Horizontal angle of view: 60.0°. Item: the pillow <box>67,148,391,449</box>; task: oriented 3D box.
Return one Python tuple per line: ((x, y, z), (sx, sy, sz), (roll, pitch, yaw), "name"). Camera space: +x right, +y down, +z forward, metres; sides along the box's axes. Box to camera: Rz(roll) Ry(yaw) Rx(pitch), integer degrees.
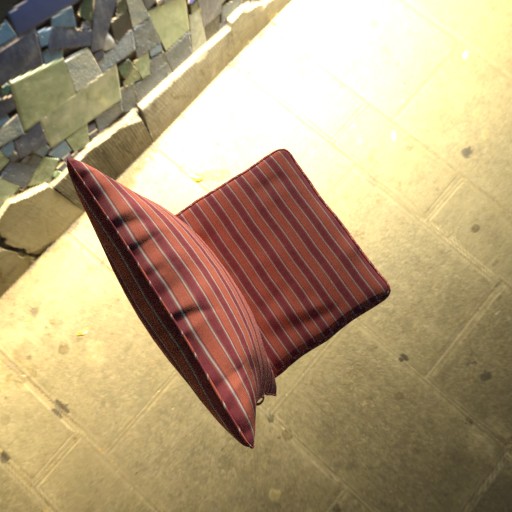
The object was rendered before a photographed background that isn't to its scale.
((0.000, 0.000, 1.364), (0.733, 0.723, 0.799), (-34, 80, -7), "pillow")
